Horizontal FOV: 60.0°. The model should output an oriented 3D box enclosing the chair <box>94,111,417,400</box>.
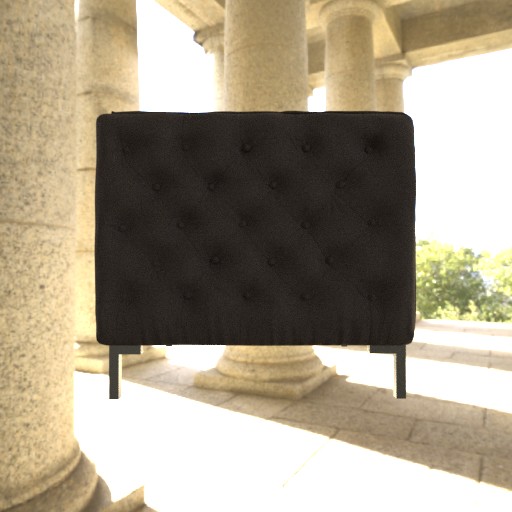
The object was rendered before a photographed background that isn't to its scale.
[{"bbox_3d":[0.000,0.000,1.646,0.913,0.807,0.946,0,-1,0],"label":"chair"}]
